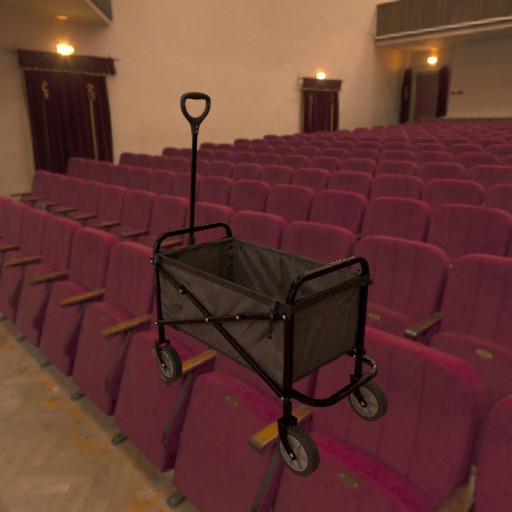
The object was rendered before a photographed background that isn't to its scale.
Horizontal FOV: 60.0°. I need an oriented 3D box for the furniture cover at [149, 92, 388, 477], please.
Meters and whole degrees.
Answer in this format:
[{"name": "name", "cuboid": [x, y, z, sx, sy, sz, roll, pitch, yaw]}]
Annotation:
[{"name": "furniture cover", "cuboid": [0.000, 0.000, 1.814, 0.532, 1.295, 1.038, -15, 22, -41]}]
